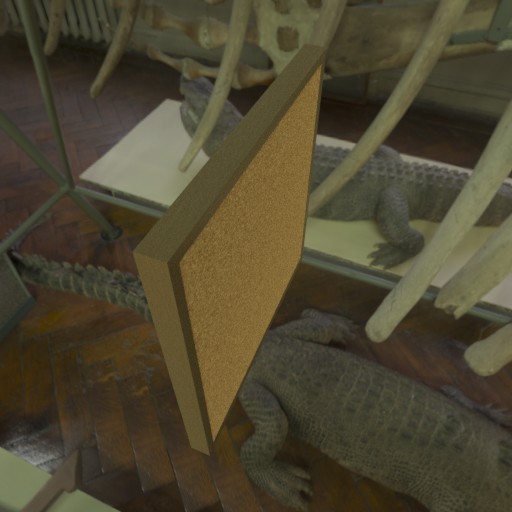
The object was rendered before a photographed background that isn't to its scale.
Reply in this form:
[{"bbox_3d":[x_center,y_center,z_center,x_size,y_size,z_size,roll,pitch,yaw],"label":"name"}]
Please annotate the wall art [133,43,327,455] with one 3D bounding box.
[{"bbox_3d":[0.000,0.000,0.755,0.037,0.509,0.510,17,50,15],"label":"wall art"}]
